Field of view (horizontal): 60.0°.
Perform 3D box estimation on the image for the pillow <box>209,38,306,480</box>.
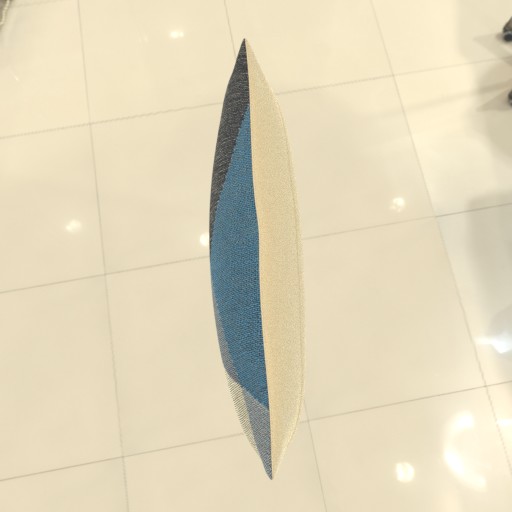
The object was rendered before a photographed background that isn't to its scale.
[{"bbox_3d":[0.000,0.000,0.716,0.148,0.307,0.604,-3,76,-1],"label":"pillow"}]
